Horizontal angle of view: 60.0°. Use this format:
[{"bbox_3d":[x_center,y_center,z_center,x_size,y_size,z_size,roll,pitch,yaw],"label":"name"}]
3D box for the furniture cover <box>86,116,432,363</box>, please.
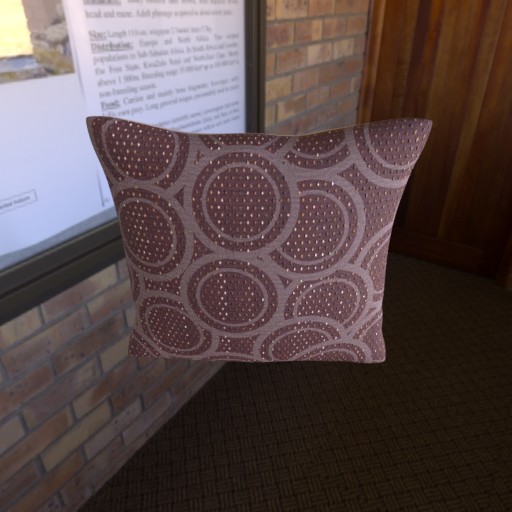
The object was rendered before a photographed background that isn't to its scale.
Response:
[{"bbox_3d":[0.000,0.000,0.828,0.552,0.509,0.193,1,30,2],"label":"furniture cover"}]
